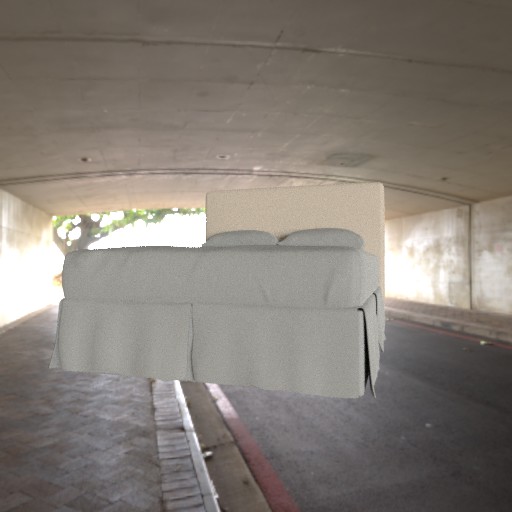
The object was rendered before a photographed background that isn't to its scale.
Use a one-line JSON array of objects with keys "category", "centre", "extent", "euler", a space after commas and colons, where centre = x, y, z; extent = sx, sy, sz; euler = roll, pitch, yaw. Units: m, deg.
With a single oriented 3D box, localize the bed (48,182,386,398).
[{"category": "bed", "centre": [0.000, 0.000, 3.163], "extent": [1.748, 1.330, 2.142], "euler": [0, -1, 18]}]
